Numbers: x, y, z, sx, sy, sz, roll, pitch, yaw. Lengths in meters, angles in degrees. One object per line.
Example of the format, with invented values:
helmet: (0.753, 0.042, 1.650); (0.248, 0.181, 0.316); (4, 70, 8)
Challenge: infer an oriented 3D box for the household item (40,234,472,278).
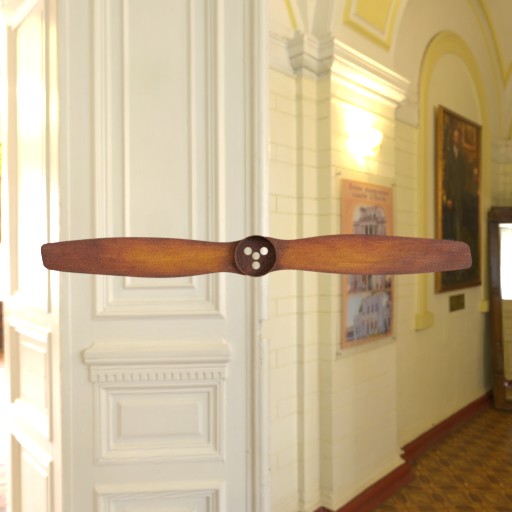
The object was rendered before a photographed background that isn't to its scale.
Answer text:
household item: (0.000, 0.000, 1.219); (1.181, 0.121, 0.051); (0, 1, 0)
